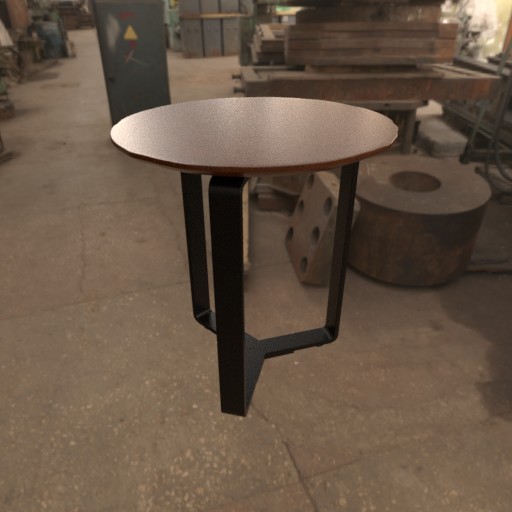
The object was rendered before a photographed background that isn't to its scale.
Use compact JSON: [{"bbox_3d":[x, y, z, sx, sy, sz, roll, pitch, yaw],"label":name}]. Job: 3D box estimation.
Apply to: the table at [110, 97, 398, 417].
[{"bbox_3d":[0.000,0.000,0.761,0.410,0.450,0.380,-9,32,-14],"label":"table"}]
